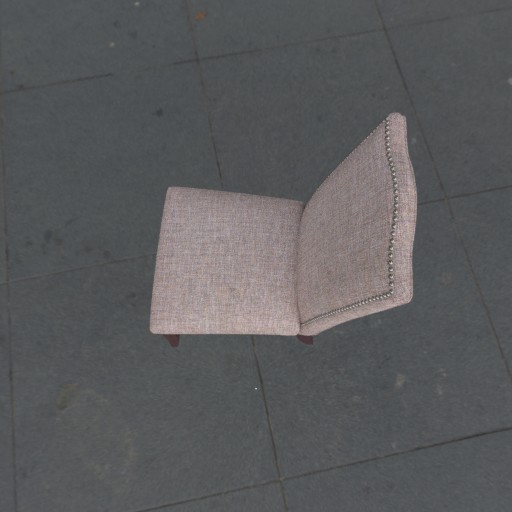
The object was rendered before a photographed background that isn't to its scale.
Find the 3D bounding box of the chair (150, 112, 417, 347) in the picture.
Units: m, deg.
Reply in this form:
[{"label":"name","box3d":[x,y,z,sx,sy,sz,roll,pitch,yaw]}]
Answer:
[{"label":"chair","box3d":[0.000,0.000,1.391,0.660,1.016,0.513,3,73,1]}]
